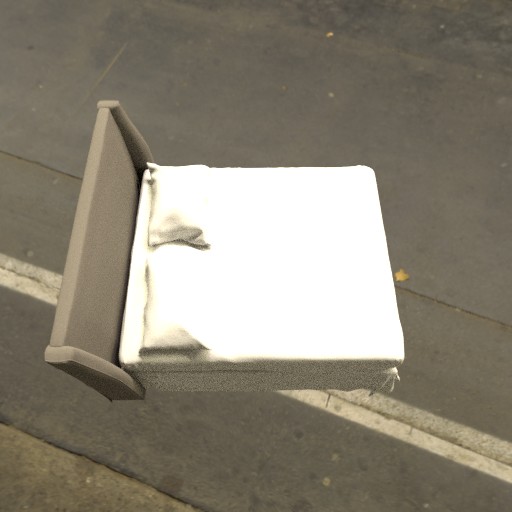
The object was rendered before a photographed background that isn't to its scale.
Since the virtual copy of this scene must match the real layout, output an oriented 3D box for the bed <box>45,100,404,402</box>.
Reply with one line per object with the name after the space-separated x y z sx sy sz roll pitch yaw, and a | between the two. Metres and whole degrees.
0.000 0.000 3.339 2.276 1.332 1.925 -1 63 0 | bed
